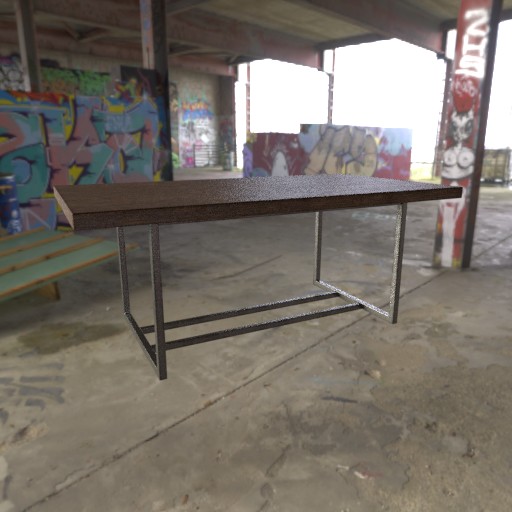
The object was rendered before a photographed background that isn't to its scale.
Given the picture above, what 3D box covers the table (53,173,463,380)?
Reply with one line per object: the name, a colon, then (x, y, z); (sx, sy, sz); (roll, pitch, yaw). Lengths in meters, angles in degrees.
table: (0.000, 0.000, 2.545); (1.989, 0.795, 1.078); (-7, 16, -26)
